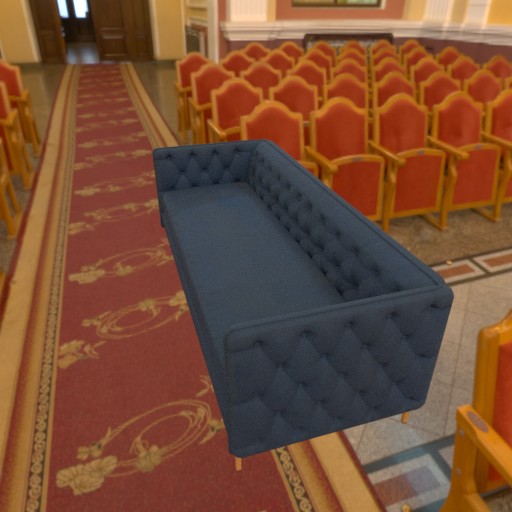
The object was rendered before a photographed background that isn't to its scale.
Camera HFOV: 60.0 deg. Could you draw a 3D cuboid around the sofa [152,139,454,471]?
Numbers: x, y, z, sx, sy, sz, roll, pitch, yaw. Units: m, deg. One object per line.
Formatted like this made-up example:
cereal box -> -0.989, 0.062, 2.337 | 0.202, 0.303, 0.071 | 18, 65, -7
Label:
sofa -> 0.000, 0.000, 2.595 | 0.895, 0.771, 2.209 | -9, 31, -15
